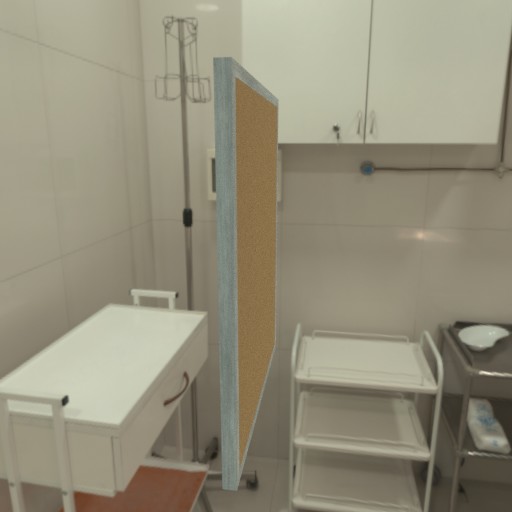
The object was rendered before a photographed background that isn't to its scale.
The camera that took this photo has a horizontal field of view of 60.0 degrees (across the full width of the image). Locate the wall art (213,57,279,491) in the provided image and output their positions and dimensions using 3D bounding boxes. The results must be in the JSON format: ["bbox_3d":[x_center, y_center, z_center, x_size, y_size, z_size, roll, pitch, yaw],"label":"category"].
[{"bbox_3d":[0.000,0.000,0.802,0.022,0.582,0.479,2,14,9],"label":"wall art"}]
